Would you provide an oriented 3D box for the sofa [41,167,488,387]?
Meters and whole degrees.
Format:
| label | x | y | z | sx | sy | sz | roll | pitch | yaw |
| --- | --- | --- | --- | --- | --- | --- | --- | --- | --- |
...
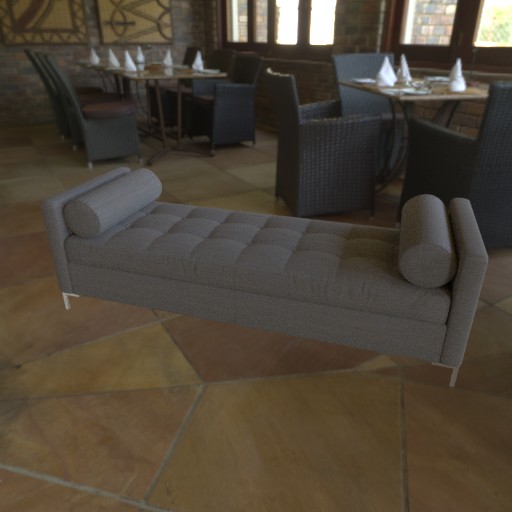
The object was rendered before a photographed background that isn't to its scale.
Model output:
| label | x | y | z | sx | sy | sz | roll | pitch | yaw |
| --- | --- | --- | --- | --- | --- | --- | --- | --- | --- |
| sofa | 0.000 | 0.000 | 2.283 | 1.981 | 0.635 | 0.686 | 8 | 27 | 16 |
